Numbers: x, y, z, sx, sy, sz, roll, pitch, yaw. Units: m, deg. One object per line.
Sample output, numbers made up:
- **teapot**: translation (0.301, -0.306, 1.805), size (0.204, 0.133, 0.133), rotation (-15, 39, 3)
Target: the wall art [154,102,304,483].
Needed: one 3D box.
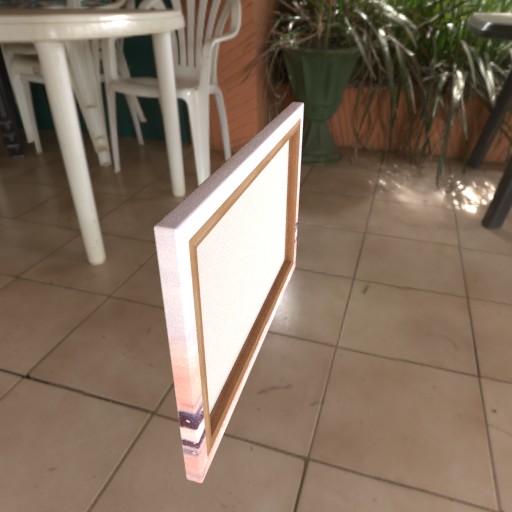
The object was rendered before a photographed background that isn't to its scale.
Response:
- **wall art**: translation (0.000, 0.000, 1.172), size (0.038, 0.609, 0.913), rotation (9, 32, 15)
